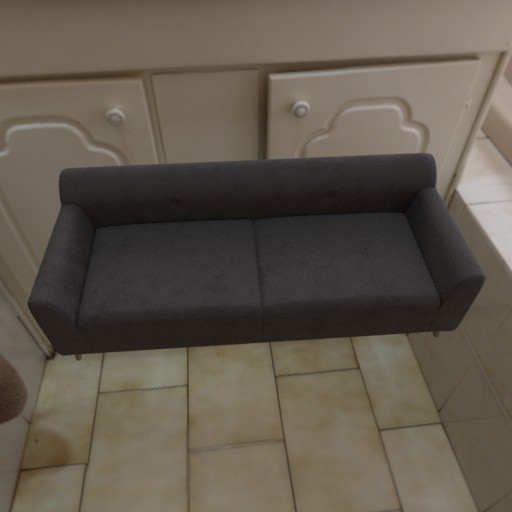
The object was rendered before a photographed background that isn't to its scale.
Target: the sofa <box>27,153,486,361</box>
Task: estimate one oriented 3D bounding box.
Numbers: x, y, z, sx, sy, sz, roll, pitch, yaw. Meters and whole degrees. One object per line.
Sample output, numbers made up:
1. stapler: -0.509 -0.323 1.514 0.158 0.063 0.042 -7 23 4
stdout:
1. sofa: 0.000 0.000 2.544 2.190 0.740 0.900 -3 47 -3
